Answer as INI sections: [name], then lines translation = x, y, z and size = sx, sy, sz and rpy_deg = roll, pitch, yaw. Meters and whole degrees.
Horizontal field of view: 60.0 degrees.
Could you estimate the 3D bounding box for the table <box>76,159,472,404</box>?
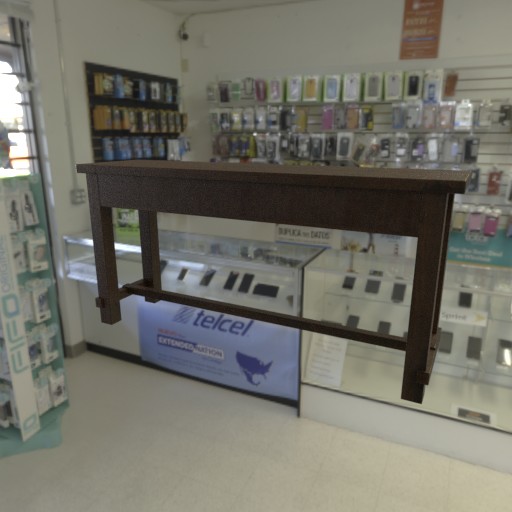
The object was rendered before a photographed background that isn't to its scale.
[table]
translation = 0.000, 0.000, 1.926
size = 1.599, 0.762, 0.442
rpy_deg = 8, 17, 26
